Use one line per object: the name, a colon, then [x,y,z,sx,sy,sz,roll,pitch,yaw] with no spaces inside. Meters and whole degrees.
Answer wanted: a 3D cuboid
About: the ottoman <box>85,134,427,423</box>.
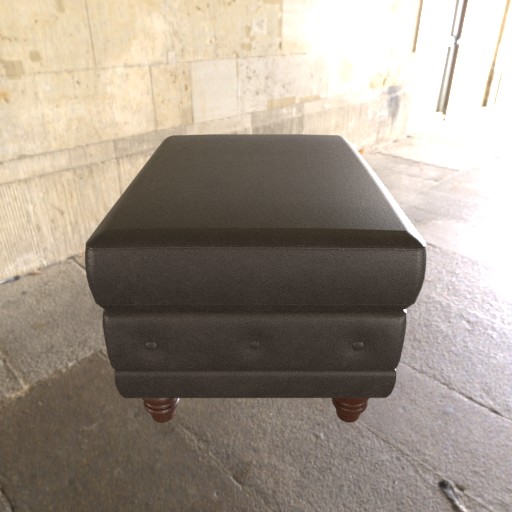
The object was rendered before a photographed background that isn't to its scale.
ottoman: [0.000,0.000,1.176,0.590,0.498,0.795,0,28,0]
